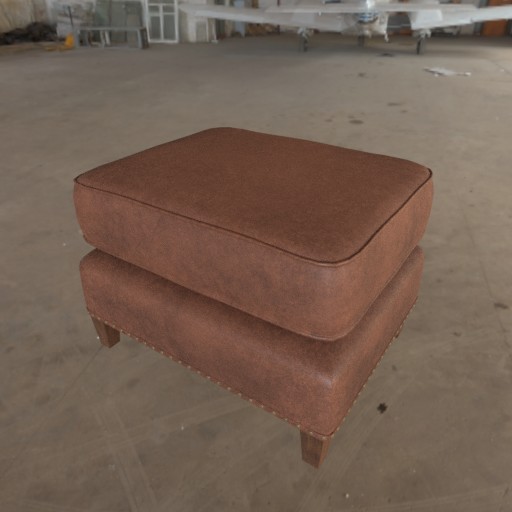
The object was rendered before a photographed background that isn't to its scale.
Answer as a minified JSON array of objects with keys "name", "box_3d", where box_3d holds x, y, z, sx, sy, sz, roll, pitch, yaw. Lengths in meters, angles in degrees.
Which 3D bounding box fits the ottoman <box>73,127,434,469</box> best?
[{"name":"ottoman","box_3d":[0.000,0.000,1.153,0.738,0.537,0.589,19,36,29]}]
